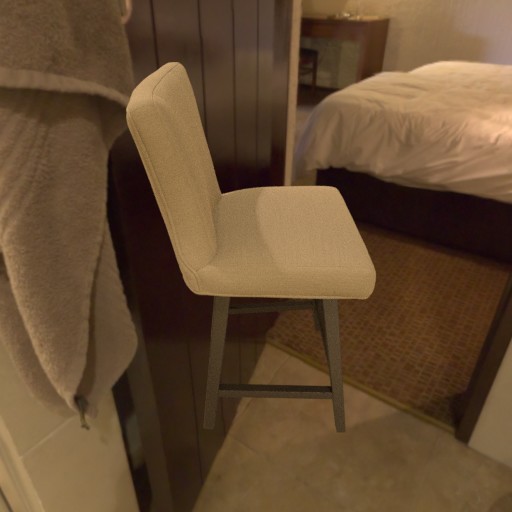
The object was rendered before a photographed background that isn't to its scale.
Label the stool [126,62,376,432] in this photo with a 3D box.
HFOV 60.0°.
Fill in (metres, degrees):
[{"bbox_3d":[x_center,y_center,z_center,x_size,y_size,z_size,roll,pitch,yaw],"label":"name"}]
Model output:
[{"bbox_3d":[0.000,0.000,1.314,0.574,1.000,0.514,-1,32,-2],"label":"stool"}]
